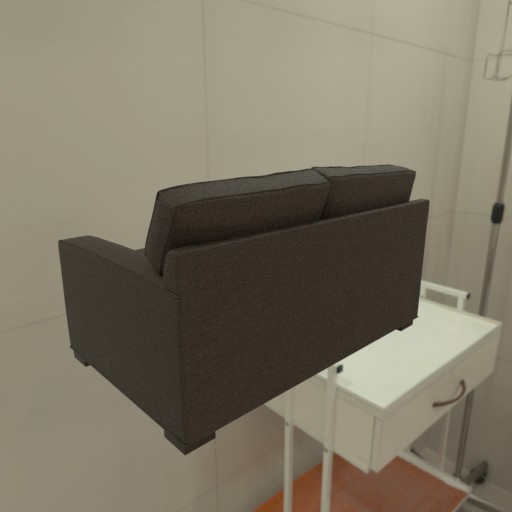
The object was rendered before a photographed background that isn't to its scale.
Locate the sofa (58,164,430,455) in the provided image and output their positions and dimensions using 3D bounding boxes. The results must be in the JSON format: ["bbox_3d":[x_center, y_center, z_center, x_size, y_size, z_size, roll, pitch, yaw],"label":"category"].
[{"bbox_3d":[0.000,0.000,2.159,1.534,0.887,0.974,-14,21,-41],"label":"sofa"}]
